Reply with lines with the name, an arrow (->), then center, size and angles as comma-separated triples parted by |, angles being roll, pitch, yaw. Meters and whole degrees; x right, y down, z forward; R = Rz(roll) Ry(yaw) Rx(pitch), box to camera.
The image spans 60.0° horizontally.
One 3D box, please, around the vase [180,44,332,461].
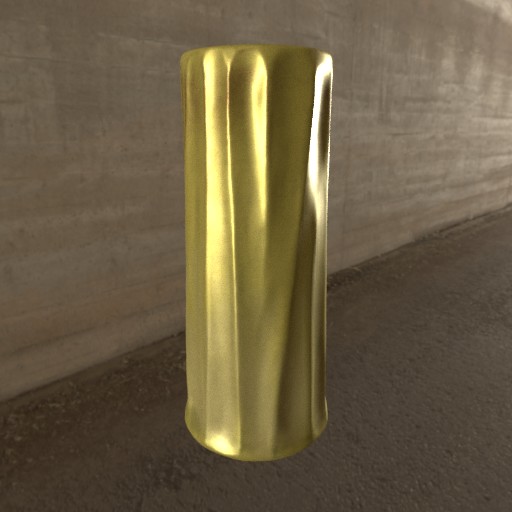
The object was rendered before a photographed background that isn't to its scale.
vase -> 0.000, 0.000, 0.173 | 0.061, 0.143, 0.061 | 0, 16, 0
